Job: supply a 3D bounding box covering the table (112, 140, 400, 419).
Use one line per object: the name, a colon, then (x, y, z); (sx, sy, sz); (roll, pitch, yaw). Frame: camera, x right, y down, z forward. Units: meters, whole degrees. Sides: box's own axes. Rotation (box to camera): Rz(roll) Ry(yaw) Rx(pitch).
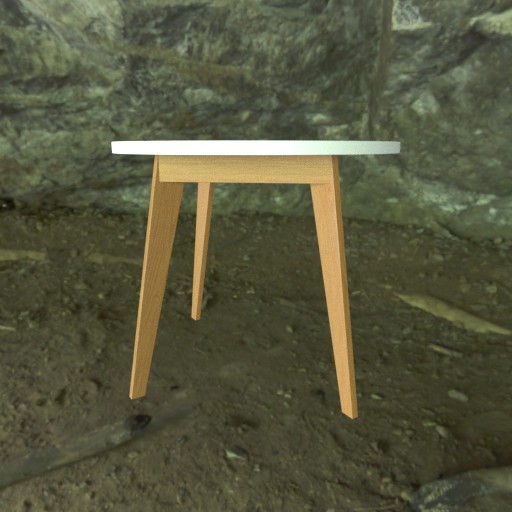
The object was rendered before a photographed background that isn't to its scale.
table: (0.000, 0.000, 1.532); (0.896, 0.762, 0.896); (0, 14, 0)
